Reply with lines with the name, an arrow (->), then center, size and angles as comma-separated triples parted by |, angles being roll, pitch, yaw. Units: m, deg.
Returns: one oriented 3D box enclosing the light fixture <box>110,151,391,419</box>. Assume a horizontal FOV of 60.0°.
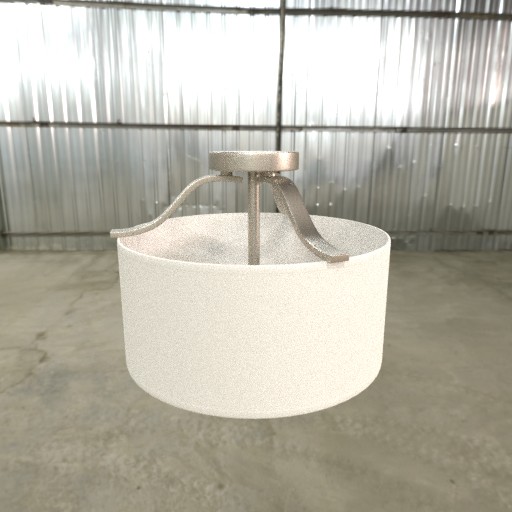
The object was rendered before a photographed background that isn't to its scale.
light fixture -> 0.000, 0.000, 0.660 | 0.395, 0.304, 0.395 | 0, 14, 0
